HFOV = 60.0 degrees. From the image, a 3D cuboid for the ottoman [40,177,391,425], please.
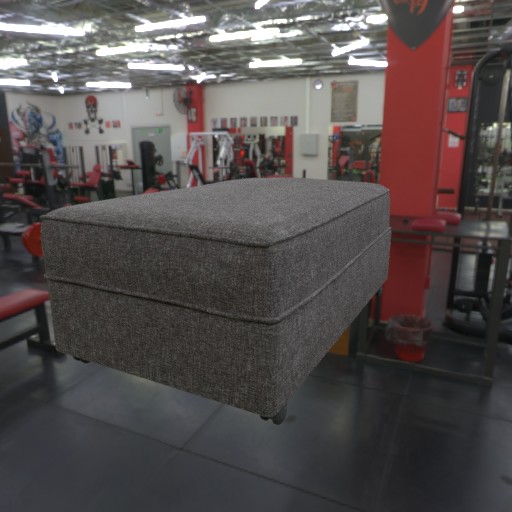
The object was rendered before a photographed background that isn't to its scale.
[{"bbox_3d":[0.000,0.000,1.548,0.717,0.487,1.184,8,16,27],"label":"ottoman"}]
